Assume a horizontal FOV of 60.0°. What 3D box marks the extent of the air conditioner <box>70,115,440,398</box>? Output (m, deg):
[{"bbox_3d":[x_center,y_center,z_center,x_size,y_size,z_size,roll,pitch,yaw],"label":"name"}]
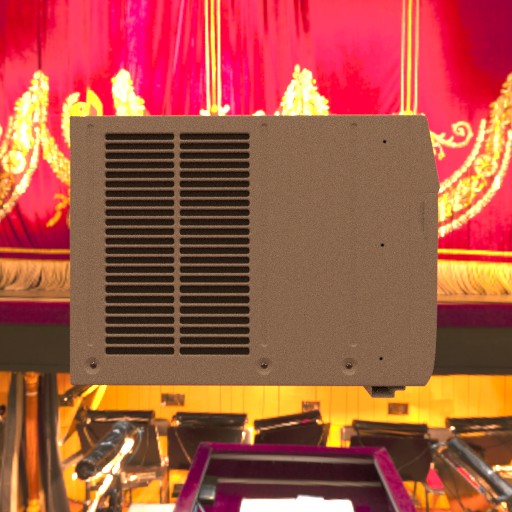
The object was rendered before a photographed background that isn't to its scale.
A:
[{"bbox_3d":[0.000,0.000,1.032,0.599,0.455,0.645,0,0,1],"label":"air conditioner"}]
